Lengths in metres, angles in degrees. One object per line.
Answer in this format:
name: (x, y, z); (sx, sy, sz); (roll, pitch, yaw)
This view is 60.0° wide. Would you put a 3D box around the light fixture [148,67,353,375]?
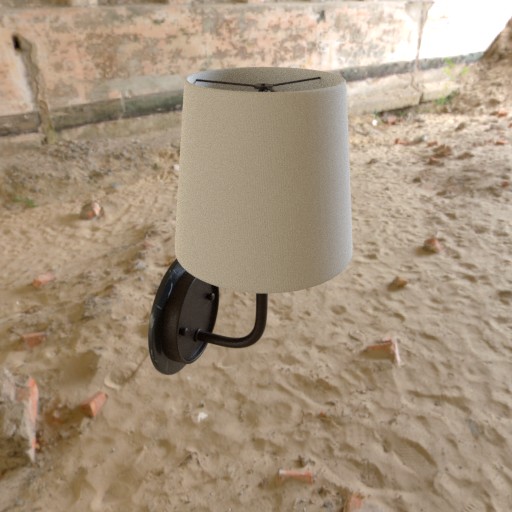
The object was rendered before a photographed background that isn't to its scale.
light fixture: (0.000, 0.000, 0.446); (0.188, 0.337, 0.168); (10, 32, 17)
